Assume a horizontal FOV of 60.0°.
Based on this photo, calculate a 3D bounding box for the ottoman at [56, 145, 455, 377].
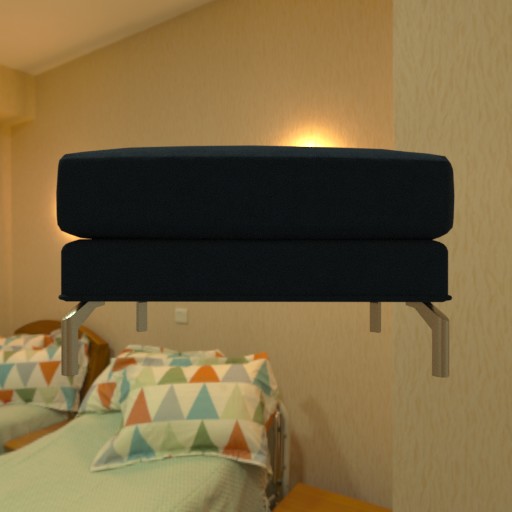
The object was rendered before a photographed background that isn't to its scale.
[{"bbox_3d":[0.000,0.000,1.196,0.835,0.498,0.587,0,0,1],"label":"ottoman"}]
